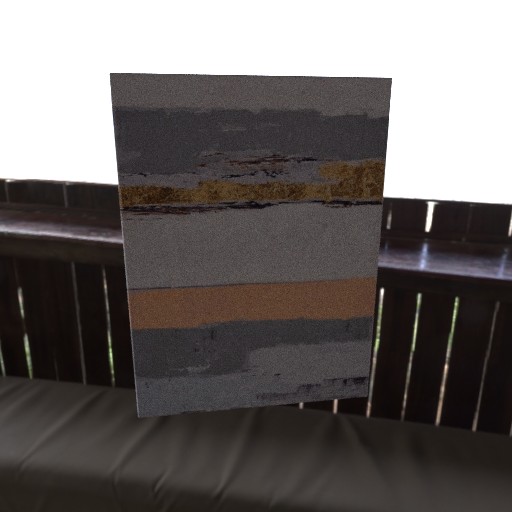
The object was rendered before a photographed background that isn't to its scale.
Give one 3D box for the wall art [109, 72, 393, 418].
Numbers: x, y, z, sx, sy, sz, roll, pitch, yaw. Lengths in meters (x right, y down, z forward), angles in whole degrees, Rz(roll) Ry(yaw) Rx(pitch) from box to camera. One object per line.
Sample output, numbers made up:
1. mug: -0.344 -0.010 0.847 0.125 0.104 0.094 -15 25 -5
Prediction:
1. wall art: 0.000 0.000 0.804 0.456 0.609 0.038 -2 16 -8
